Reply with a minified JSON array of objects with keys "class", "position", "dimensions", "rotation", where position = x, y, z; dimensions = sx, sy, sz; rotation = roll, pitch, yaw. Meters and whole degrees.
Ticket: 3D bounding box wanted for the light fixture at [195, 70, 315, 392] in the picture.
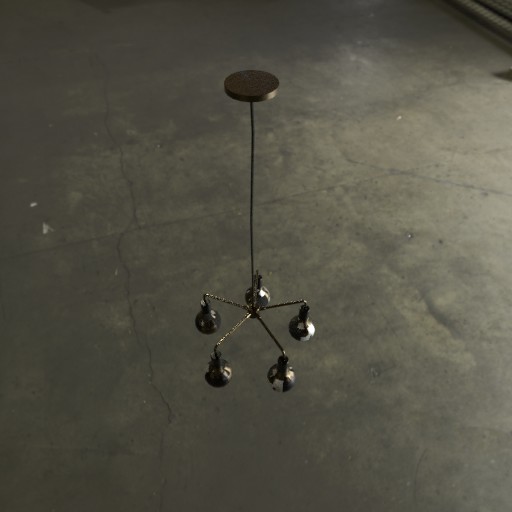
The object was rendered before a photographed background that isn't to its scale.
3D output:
[{"class":"light fixture","position":[0.000,0.000,1.234],"dimensions":[0.438,0.988,0.421],"rotation":[-24,52,-21]}]
